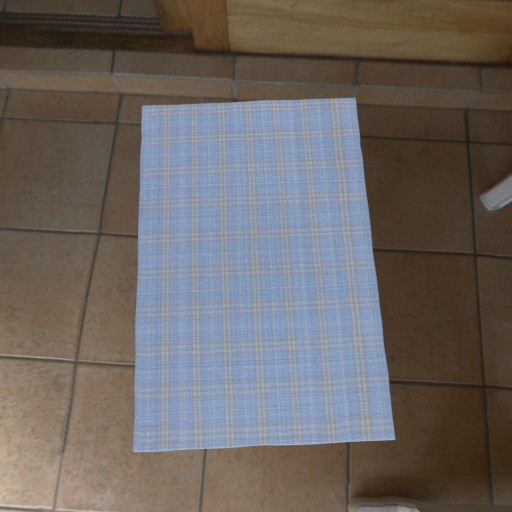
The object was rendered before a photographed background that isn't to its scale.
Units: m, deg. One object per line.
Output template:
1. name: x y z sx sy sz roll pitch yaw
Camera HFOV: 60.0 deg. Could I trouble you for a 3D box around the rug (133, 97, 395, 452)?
1. rug: 0.000 0.000 2.296 1.231 0.012 1.835 -2 75 -1
